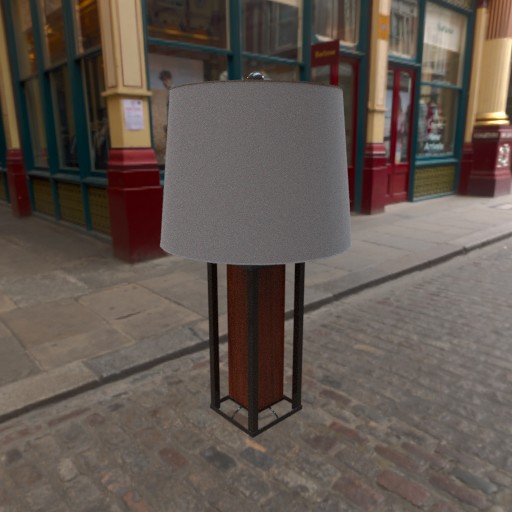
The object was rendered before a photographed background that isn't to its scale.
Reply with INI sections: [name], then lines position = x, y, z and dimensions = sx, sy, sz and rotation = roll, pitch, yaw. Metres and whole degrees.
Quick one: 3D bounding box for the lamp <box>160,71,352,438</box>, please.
[lamp]
position = 0.000, 0.000, 0.761
dimensions = 0.320, 0.591, 0.320
rotation = 0, 14, 0
